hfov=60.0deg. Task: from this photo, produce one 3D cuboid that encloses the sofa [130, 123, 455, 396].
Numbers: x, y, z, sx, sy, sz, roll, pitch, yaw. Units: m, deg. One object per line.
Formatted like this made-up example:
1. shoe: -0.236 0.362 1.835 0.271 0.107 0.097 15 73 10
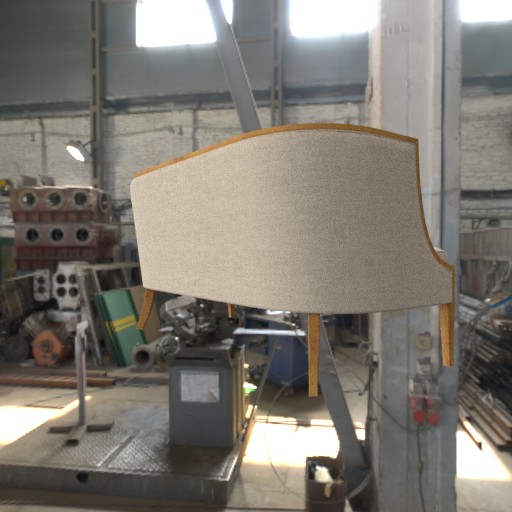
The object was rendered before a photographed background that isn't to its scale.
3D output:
1. sofa: 0.000 0.000 1.951 0.770 0.775 1.474 -1 1 -36
